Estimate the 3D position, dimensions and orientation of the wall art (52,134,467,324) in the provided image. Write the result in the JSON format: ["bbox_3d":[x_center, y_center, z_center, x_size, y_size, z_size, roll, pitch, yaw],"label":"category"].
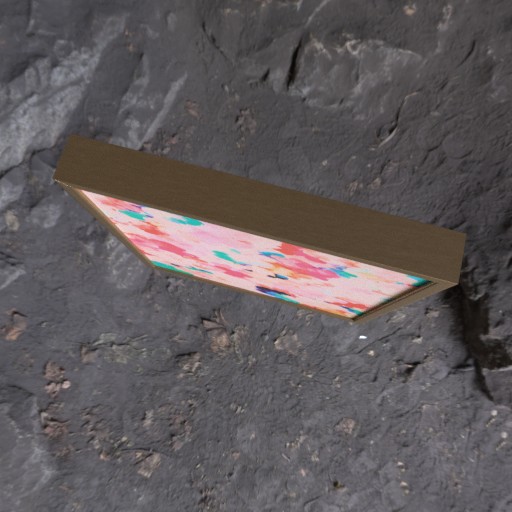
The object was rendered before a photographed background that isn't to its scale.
[{"bbox_3d":[0.000,0.000,0.472,0.304,0.305,0.038,15,76,4],"label":"wall art"}]
